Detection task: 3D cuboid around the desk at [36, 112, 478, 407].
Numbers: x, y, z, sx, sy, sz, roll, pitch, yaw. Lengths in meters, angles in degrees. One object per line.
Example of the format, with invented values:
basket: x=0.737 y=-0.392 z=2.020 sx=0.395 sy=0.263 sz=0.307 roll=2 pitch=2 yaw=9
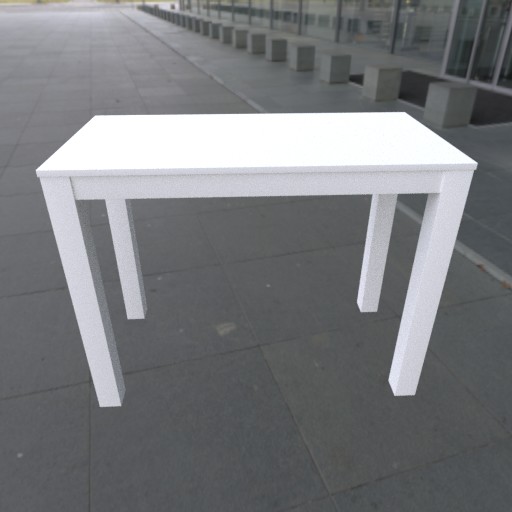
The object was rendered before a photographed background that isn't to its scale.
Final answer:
desk: x=0.000 y=0.000 z=1.399 sx=0.990 sy=0.762 sz=0.497 roll=-1 pitch=31 yaw=-2
